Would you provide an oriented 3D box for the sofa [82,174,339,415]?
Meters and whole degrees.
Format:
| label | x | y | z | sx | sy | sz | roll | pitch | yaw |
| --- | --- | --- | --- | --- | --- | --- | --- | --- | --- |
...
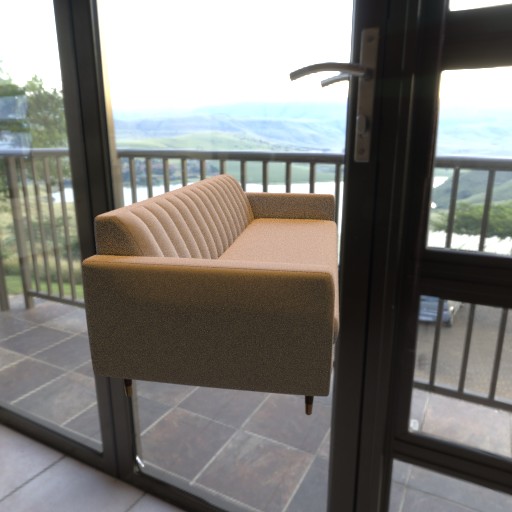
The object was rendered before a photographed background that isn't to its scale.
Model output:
| label | x | y | z | sx | sy | sz | roll | pitch | yaw |
| --- | --- | --- | --- | --- | --- | --- | --- | --- | --- |
| sofa | 0.000 | 0.000 | 2.722 | 0.990 | 0.821 | 2.291 | 3 | 15 | 9 |
